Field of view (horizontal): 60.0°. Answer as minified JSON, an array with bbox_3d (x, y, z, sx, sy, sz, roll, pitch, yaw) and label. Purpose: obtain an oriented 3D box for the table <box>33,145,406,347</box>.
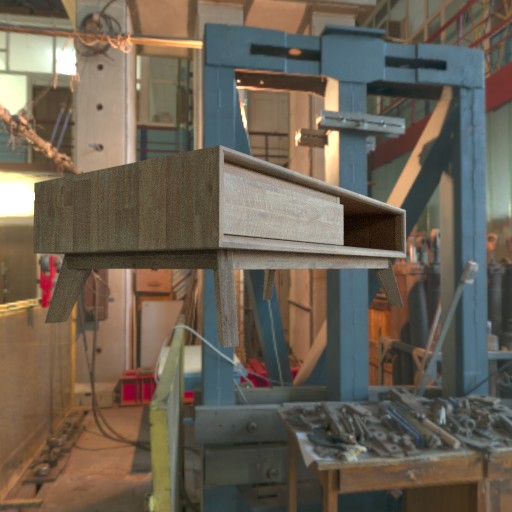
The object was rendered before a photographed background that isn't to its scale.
[{"bbox_3d":[0.000,0.000,2.065,0.918,0.531,1.619,-1,-2,35],"label":"table"}]
